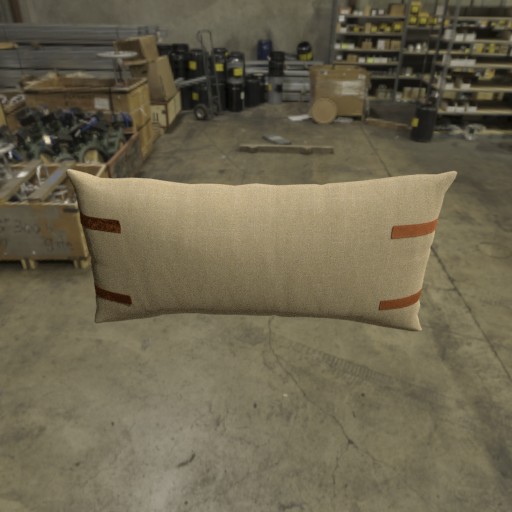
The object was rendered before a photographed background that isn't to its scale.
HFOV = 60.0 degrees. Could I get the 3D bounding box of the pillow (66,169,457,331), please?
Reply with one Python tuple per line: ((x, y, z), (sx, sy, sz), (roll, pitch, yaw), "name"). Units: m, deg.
((0.000, 0.000, 0.753), (0.612, 0.308, 0.148), (1, 30, 2), "pillow")
